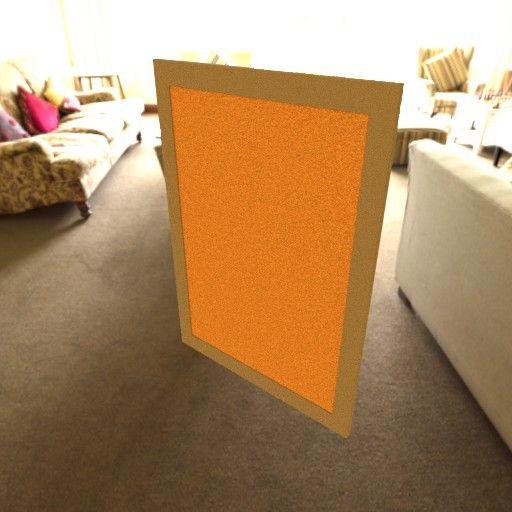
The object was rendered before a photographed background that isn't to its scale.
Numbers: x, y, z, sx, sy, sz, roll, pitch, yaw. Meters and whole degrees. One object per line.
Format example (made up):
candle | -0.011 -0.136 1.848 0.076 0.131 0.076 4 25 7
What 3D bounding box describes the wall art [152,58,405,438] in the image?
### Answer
wall art | 0.000 0.000 0.674 0.374 0.529 0.012 21 36 32
